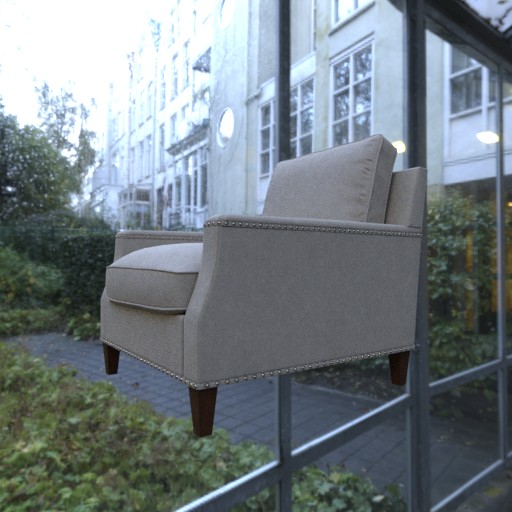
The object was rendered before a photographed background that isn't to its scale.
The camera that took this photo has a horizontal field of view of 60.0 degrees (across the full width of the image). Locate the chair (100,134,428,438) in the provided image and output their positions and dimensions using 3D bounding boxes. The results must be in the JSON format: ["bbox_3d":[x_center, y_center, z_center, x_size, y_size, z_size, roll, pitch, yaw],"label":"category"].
[{"bbox_3d":[0.000,0.000,1.728,1.014,0.943,0.853,0,-1,-35],"label":"chair"}]
